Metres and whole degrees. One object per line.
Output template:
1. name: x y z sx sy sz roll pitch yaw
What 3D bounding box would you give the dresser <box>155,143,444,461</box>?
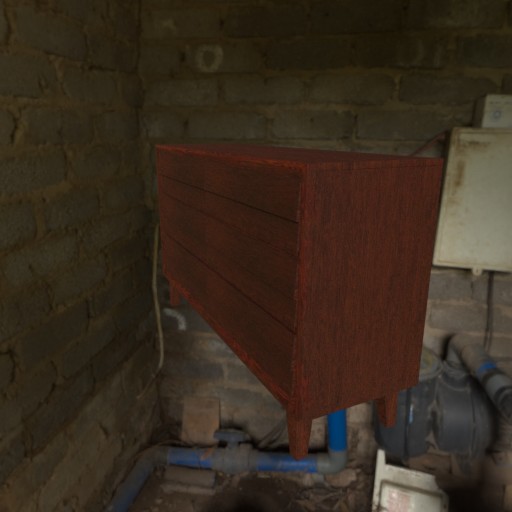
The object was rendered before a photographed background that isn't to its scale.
1. dresser: 0.000 0.000 2.073 0.499 0.971 1.609 -8 18 -25
